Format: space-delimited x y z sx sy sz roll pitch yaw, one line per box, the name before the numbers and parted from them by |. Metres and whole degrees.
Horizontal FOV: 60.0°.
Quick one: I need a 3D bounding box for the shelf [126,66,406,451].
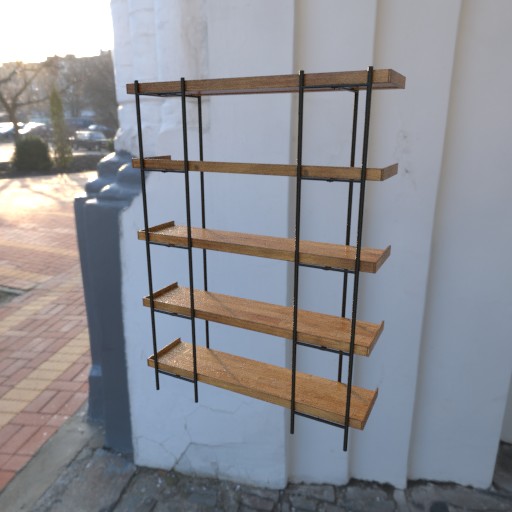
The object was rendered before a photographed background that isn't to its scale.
shelf | 0.000 0.000 2.439 1.371 1.826 0.379 8 18 26
